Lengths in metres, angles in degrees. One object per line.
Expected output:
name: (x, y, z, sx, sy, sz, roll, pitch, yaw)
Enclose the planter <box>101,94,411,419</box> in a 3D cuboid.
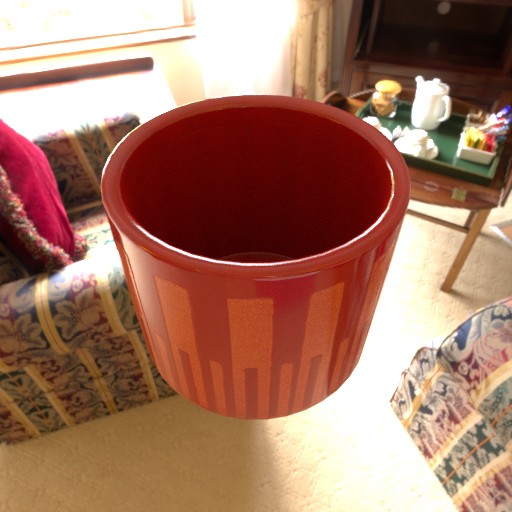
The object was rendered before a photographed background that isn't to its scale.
planter: (0.000, 0.000, 0.405, 0.230, 0.202, 0.230, 0, 46, 0)
